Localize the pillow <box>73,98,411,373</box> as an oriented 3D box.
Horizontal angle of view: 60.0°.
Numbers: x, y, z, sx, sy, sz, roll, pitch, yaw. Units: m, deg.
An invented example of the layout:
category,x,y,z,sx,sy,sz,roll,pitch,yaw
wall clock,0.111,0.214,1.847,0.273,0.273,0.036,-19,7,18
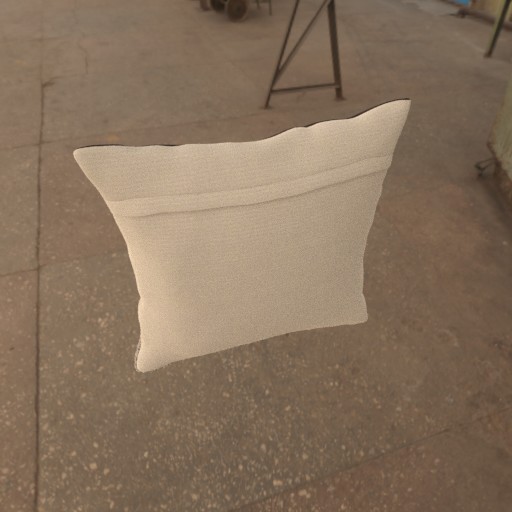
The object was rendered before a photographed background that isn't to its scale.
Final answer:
category,x,y,z,sx,sy,sz,roll,pitch,yaw
pillow,0.000,0.000,0.737,0.475,0.473,0.178,-11,43,-13
